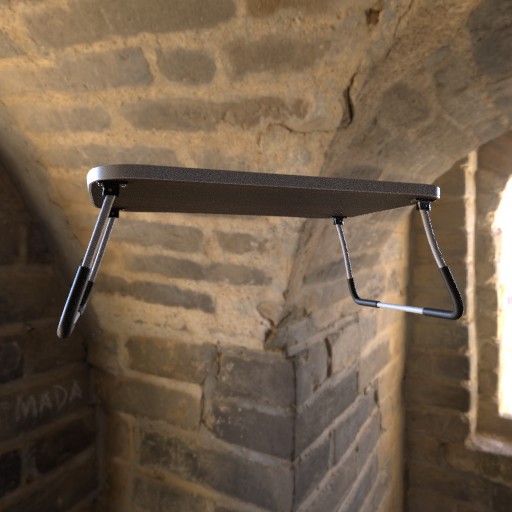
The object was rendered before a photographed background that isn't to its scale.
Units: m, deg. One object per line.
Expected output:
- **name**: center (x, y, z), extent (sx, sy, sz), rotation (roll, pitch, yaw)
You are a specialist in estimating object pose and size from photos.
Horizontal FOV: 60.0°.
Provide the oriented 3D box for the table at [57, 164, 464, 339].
- **table**: center (0.000, 0.000, 0.844), extent (0.660, 0.232, 0.400), rotation (0, -1, -18)
